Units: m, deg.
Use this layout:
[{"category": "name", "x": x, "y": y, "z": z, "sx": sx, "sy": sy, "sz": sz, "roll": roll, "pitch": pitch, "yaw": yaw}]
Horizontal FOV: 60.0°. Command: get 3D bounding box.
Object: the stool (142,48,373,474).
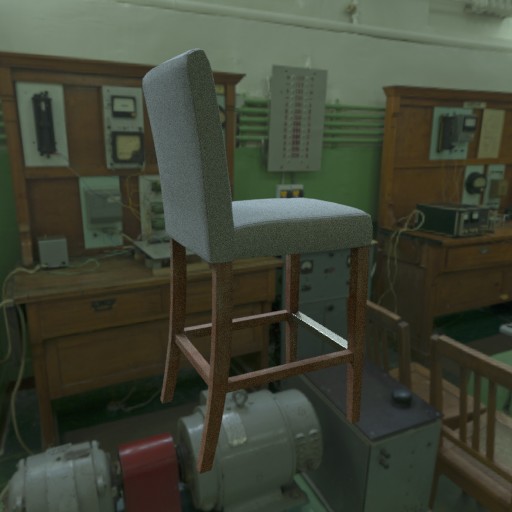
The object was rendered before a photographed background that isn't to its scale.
[{"category": "stool", "x": 0.000, "y": 0.000, "z": 1.383, "sx": 0.570, "sy": 1.088, "sz": 0.439, "roll": -7, "pitch": 16, "yaw": -26}]
